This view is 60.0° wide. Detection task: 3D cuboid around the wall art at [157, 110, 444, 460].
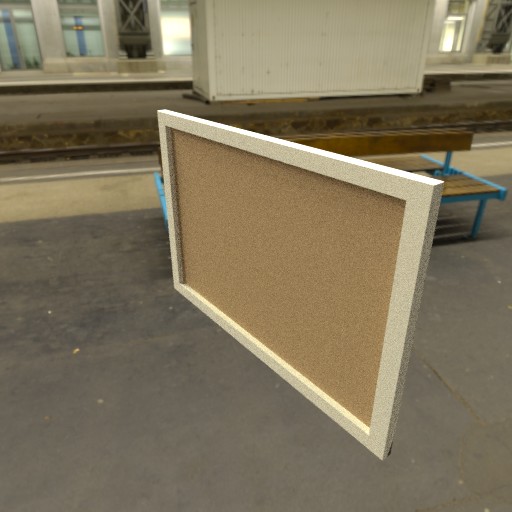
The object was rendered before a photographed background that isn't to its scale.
[{"bbox_3d":[0.000,0.000,1.427,0.038,0.767,1.144,-19,33,-33],"label":"wall art"}]
